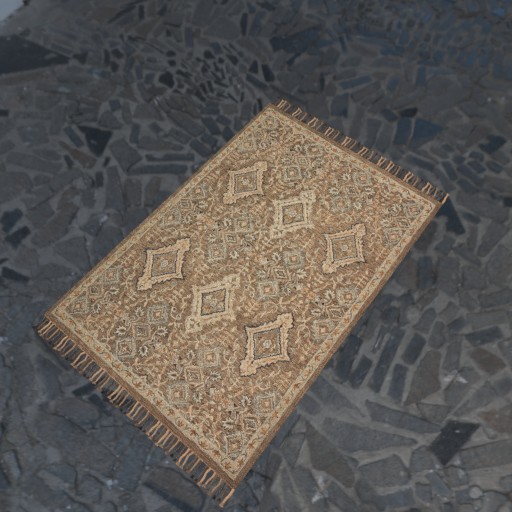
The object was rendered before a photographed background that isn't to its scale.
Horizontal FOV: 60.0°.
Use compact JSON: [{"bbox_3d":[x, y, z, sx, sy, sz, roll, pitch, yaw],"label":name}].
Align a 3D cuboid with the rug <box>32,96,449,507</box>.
[{"bbox_3d":[0.000,0.000,2.878,1.516,0.010,2.434,36,68,16],"label":"rug"}]
